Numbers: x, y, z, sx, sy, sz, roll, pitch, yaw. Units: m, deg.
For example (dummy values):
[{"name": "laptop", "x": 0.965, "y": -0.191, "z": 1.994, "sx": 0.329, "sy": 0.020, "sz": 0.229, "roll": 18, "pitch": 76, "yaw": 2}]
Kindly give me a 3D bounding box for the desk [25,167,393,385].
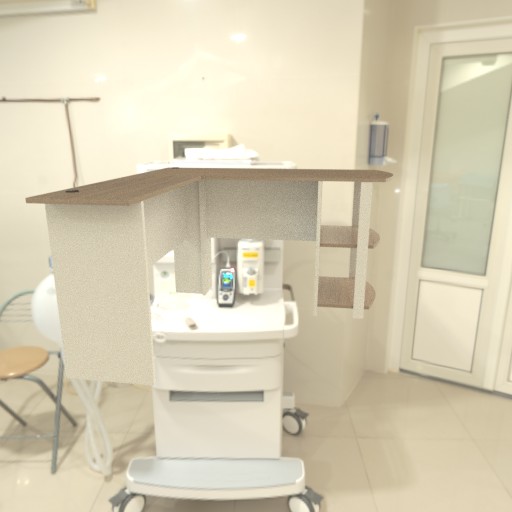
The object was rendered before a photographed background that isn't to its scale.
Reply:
[{"name": "desk", "x": 0.000, "y": 0.000, "z": 2.083, "sx": 1.303, "sy": 0.716, "sz": 1.361, "roll": 2, "pitch": 16, "yaw": 8}]
